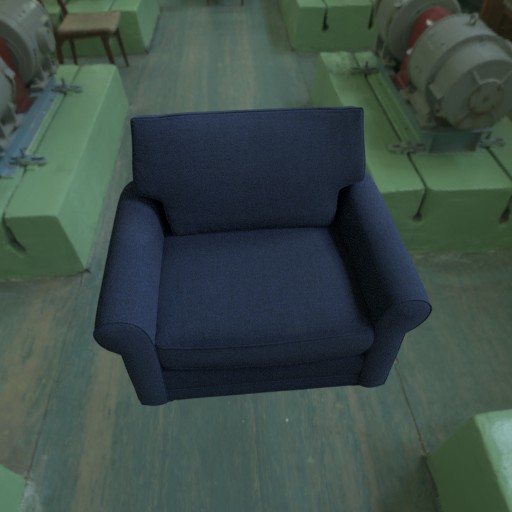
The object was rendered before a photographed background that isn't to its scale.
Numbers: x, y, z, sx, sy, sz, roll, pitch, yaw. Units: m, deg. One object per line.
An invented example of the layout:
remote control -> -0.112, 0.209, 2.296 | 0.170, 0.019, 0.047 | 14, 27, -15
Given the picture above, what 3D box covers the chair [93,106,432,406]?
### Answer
chair -> 0.000, 0.000, 2.020 | 1.285, 1.044, 0.963 | -4, 46, -4
